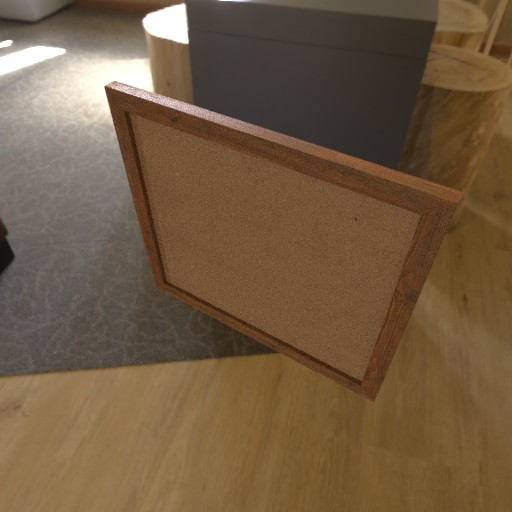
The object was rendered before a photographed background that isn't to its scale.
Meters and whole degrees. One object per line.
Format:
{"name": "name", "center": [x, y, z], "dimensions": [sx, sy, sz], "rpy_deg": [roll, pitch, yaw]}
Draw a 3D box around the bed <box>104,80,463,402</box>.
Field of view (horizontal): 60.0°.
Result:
{"name": "bed", "center": [0.000, 0.000, 1.493], "dimensions": [1.046, 0.942, 0.046], "rpy_deg": [24, 51, 21]}
